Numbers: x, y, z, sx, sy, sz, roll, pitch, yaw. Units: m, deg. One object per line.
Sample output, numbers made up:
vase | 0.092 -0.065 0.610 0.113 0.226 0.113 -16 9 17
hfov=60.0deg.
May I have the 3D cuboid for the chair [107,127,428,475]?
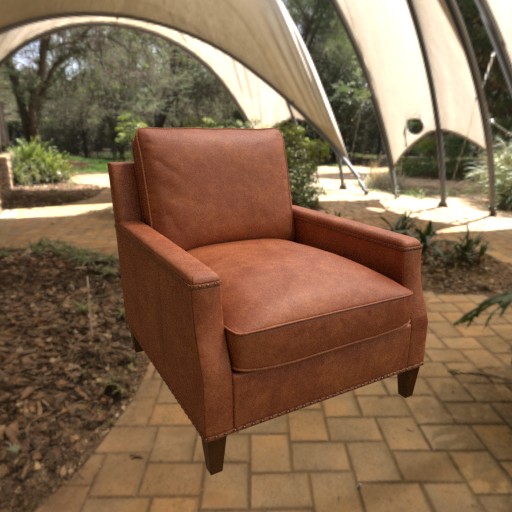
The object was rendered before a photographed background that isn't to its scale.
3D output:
chair | 0.000 0.000 1.686 0.853 0.943 1.014 -9 18 -28
